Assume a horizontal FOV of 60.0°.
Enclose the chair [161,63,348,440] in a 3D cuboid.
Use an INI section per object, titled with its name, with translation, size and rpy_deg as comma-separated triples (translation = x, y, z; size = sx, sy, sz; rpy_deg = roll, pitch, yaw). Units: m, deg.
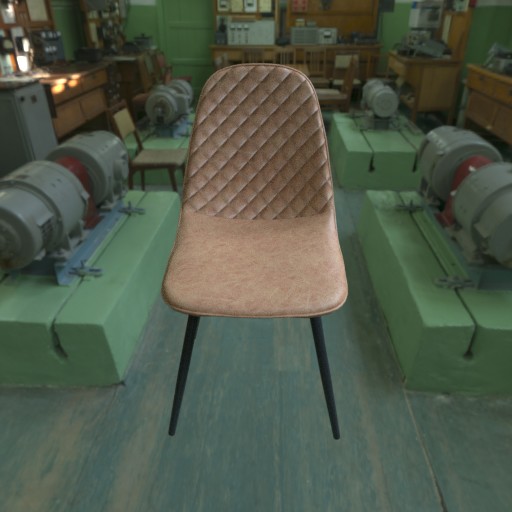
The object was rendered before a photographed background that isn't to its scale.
[chair]
translation = 0.000, 0.000, 1.184
size = 0.472, 0.889, 0.561
rpy_deg = 1, 30, 1
